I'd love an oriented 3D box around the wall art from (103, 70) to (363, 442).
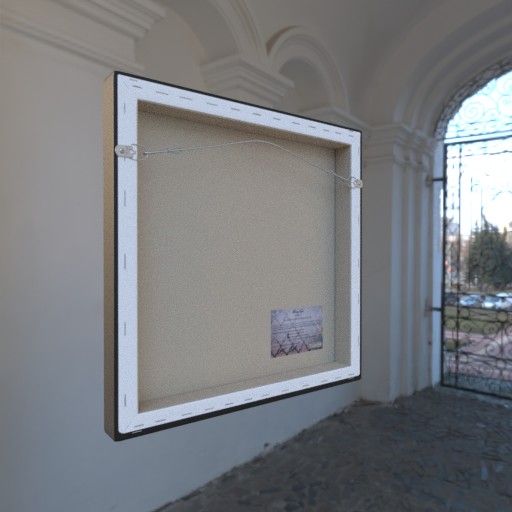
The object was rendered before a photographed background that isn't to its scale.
[{"bbox_3d":[0.000,0.000,0.614,0.406,0.407,0.041,0,1,-36],"label":"wall art"}]
